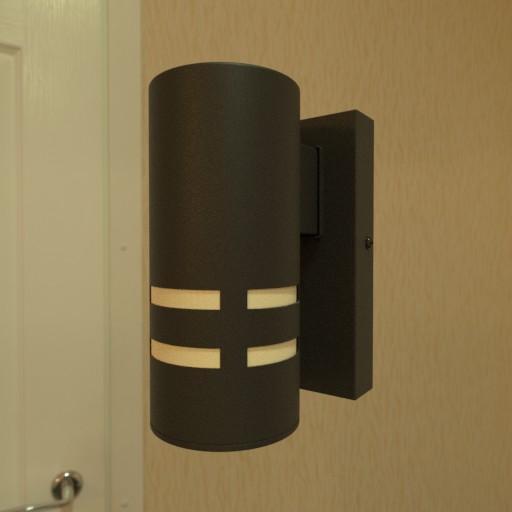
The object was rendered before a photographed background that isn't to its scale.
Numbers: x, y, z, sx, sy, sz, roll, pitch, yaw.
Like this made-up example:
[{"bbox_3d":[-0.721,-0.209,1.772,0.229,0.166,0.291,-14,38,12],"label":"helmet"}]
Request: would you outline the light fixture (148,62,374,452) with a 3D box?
[{"bbox_3d":[0.000,0.000,0.264,0.098,0.179,0.138,1,1,36],"label":"light fixture"}]
